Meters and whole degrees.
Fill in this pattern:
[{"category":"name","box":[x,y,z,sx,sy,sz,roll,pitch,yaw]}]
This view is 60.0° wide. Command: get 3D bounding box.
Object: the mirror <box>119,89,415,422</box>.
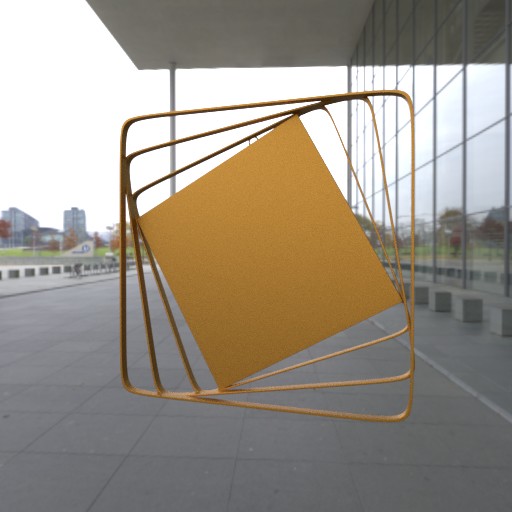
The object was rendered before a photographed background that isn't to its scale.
[{"category":"mirror","box":[0.000,0.000,0.694,0.470,0.468,0.045,0,1,17]}]
